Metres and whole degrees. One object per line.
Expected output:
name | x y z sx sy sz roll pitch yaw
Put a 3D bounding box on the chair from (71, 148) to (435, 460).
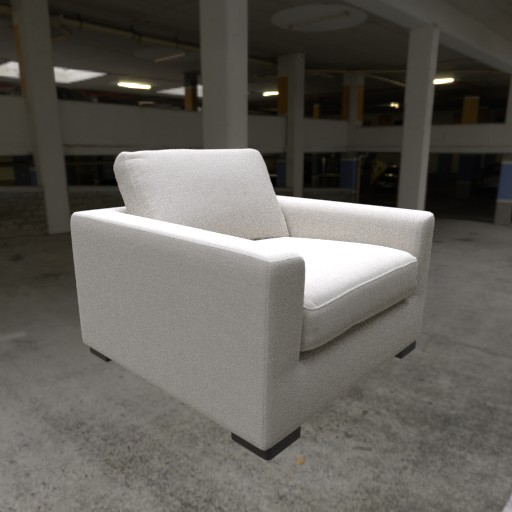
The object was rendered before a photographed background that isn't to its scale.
chair | 0.000 0.000 1.866 1.100 0.876 1.070 12 18 41
